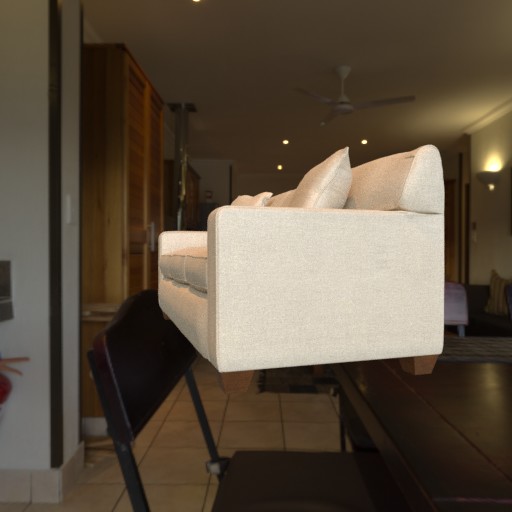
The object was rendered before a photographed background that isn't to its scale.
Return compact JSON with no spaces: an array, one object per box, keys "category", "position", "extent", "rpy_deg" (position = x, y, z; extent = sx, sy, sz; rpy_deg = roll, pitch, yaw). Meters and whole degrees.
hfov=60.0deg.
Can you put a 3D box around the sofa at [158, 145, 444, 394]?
[{"category":"sofa","position":[0.000,0.000,2.593],"extent":[0.997,0.958,2.024],"rpy_deg":[0,0,-18]}]
